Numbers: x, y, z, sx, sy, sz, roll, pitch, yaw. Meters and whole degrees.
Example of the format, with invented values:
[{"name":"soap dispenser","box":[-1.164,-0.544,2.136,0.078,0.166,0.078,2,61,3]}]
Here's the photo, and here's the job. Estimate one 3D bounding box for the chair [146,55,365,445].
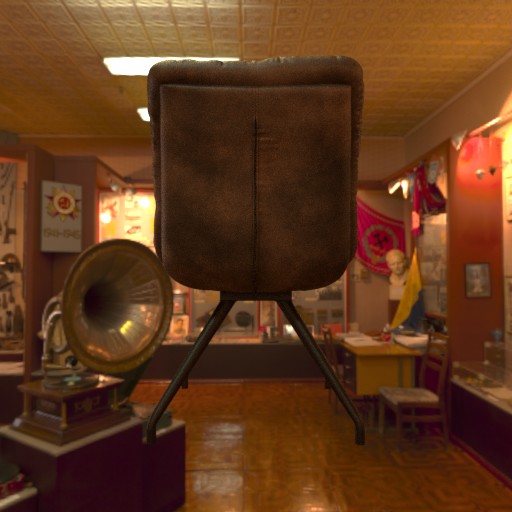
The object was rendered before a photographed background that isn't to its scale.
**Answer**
[{"name":"chair","box":[0.000,0.000,1.242,0.549,0.870,0.622,0,-2,0]}]
